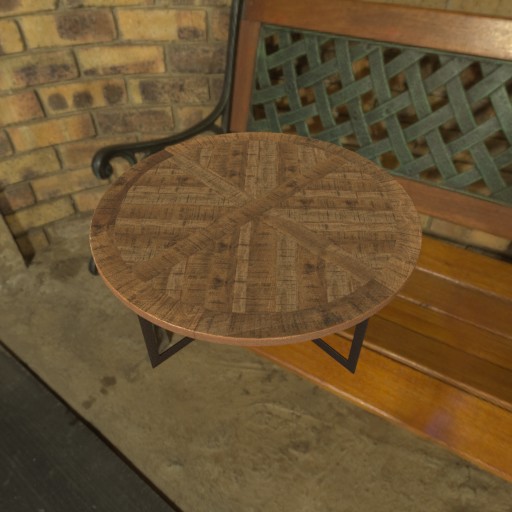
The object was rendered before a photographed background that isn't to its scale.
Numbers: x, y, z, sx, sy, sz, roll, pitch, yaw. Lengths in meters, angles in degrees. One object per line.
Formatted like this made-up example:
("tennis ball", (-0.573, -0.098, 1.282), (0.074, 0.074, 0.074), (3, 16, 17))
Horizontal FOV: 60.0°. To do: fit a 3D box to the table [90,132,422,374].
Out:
("table", (0.000, 0.000, 1.918), (1.264, 0.516, 1.264), (0, 43, 0))
